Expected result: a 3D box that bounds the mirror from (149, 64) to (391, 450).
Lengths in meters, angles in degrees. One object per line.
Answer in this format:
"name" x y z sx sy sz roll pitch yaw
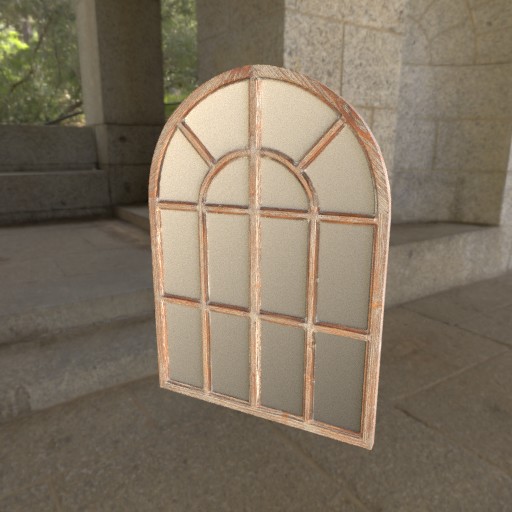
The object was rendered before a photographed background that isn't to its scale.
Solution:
"mirror" 0.000 0.000 1.152 0.660 0.920 0.032 7 16 26
